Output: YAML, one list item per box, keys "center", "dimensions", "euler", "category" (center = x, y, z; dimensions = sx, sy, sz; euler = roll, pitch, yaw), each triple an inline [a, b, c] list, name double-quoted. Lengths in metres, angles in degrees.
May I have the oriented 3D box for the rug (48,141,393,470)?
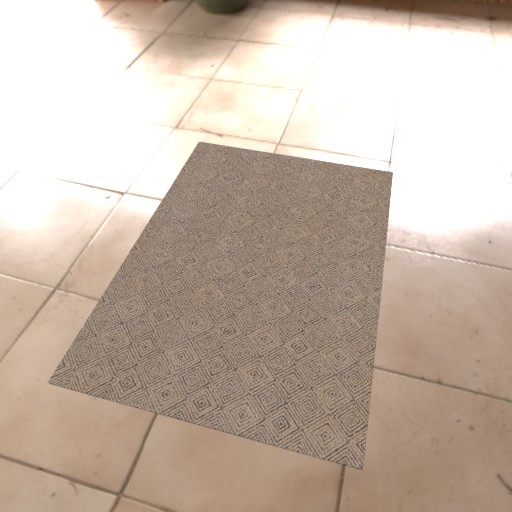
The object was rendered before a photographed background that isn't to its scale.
- center: [0.000, 0.000, 2.841]
  dimensions: [1.593, 0.008, 2.238]
  euler: [11, 49, 10]
  category: "rug"
